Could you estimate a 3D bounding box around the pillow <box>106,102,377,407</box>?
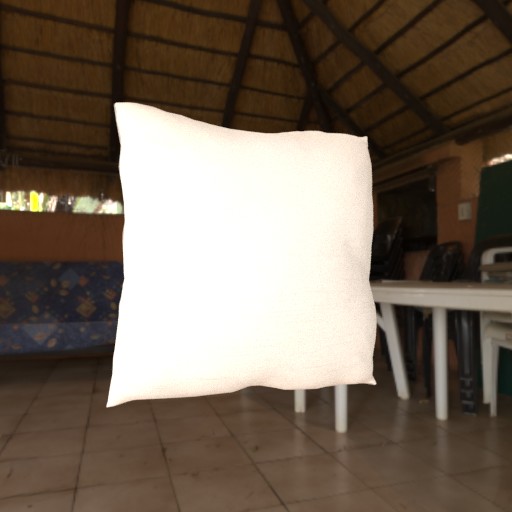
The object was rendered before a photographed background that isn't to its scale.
[{"bbox_3d":[0.000,0.000,0.712,0.450,0.448,0.245,1,-2,-19],"label":"pillow"}]
